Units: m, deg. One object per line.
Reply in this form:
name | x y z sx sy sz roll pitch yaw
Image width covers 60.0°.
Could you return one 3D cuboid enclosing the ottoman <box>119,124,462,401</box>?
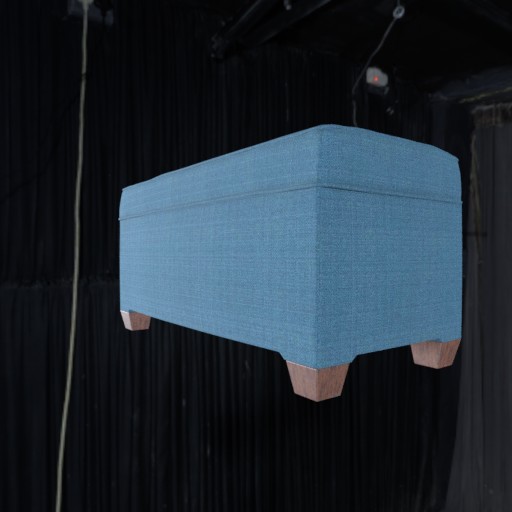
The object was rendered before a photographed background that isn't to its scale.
ottoman | 0.000 0.000 1.204 0.474 0.474 0.943 0 0 -36
